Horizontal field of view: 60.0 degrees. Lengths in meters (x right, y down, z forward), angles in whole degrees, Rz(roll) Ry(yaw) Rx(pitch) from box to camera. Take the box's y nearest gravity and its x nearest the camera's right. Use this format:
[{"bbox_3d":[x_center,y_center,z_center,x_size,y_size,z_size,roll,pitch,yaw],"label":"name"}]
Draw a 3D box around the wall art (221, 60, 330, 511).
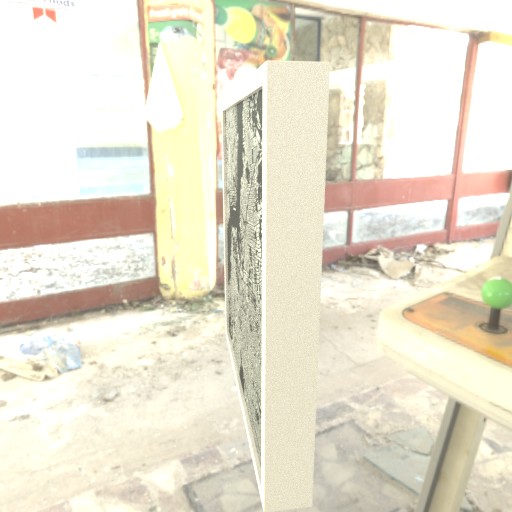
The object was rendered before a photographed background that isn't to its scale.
[{"bbox_3d":[0.000,0.000,0.431,0.037,0.305,0.305,-2,15,-9],"label":"wall art"}]
